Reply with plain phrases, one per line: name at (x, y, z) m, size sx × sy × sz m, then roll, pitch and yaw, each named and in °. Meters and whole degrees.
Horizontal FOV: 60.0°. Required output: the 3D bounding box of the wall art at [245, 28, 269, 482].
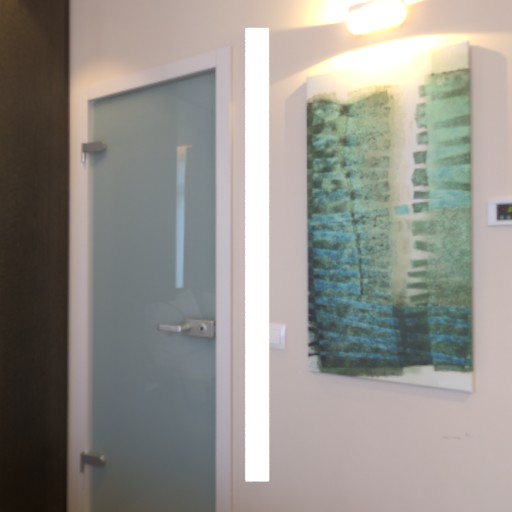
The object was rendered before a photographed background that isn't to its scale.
wall art at (0.000, 0.000, 1.124) m, size 0.040 × 0.762 × 0.762 m, roll 0°, pitch -1°, yaw 0°
